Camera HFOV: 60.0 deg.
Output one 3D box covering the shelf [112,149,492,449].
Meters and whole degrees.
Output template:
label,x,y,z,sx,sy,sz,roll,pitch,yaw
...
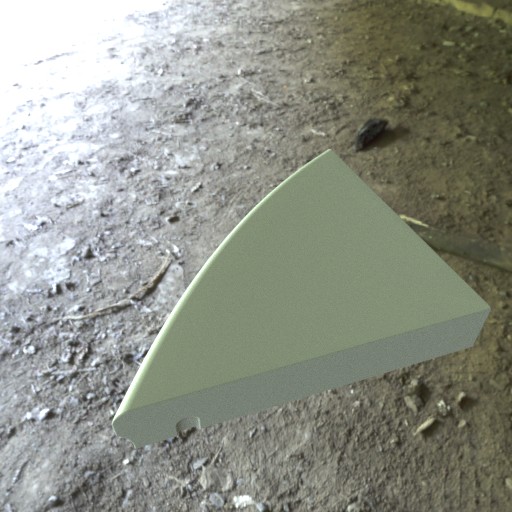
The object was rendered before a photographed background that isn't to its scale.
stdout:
label,x,y,z,sx,sy,sz,roll,pitch,yaw
shelf,0.000,0.000,0.456,0.310,0.050,0.310,-13,42,-14
